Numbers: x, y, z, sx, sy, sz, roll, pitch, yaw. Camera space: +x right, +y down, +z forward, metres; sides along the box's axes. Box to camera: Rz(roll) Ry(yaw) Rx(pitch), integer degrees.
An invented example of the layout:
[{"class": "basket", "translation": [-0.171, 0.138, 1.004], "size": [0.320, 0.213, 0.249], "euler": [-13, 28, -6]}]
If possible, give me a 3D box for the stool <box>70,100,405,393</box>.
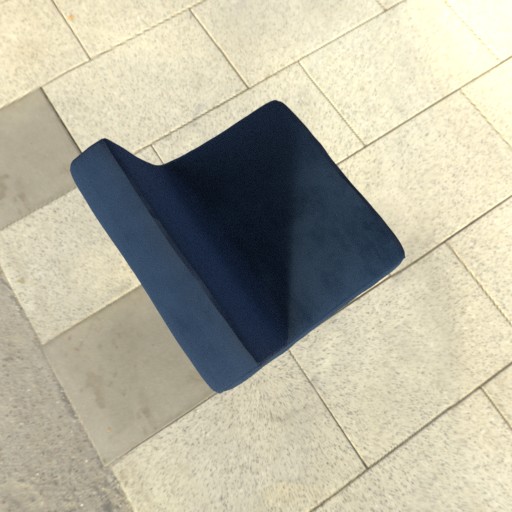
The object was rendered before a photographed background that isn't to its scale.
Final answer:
[{"class": "stool", "translation": [0.000, 0.000, 1.236], "size": [0.516, 0.945, 0.511], "euler": [-35, 79, -8]}]
